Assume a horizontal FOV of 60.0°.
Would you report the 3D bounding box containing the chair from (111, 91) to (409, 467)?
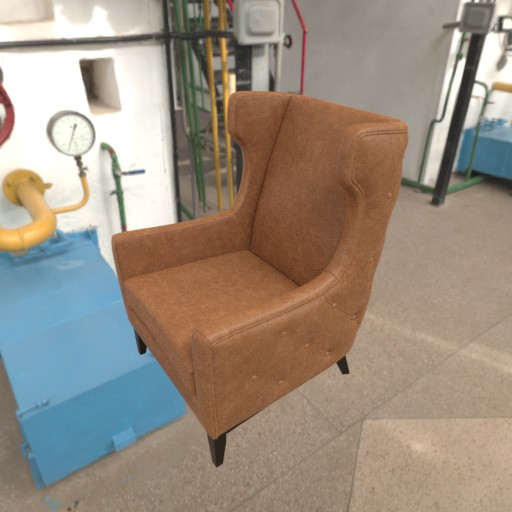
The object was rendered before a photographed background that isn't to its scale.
[{"bbox_3d":[0.000,0.000,1.700,0.899,1.079,0.766,-19,36,-29],"label":"chair"}]
